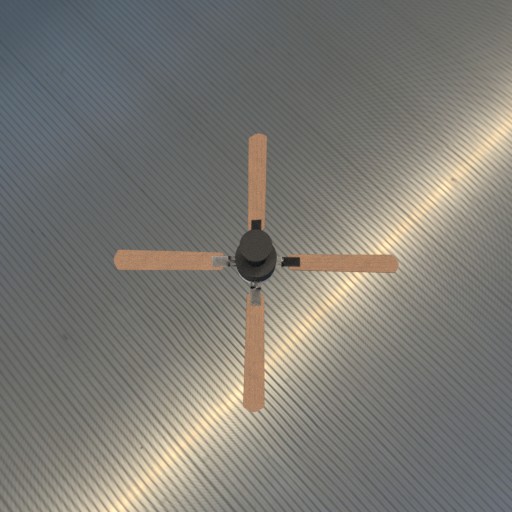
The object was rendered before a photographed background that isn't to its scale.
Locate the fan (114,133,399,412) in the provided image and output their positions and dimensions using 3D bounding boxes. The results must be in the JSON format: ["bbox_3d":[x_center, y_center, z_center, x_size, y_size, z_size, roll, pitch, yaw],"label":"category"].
[{"bbox_3d":[0.000,0.000,1.952,1.320,0.355,1.320,1,76,0],"label":"fan"}]
